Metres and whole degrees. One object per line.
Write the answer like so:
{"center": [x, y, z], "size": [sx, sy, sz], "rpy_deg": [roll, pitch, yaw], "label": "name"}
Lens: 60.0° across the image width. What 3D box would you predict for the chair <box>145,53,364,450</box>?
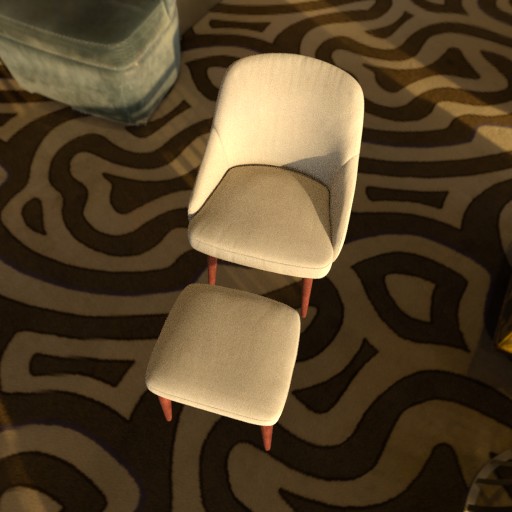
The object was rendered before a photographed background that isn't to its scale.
{"center": [0.000, 0.000, 1.590], "size": [0.584, 0.866, 1.114], "rpy_deg": [13, 60, 8], "label": "chair"}
